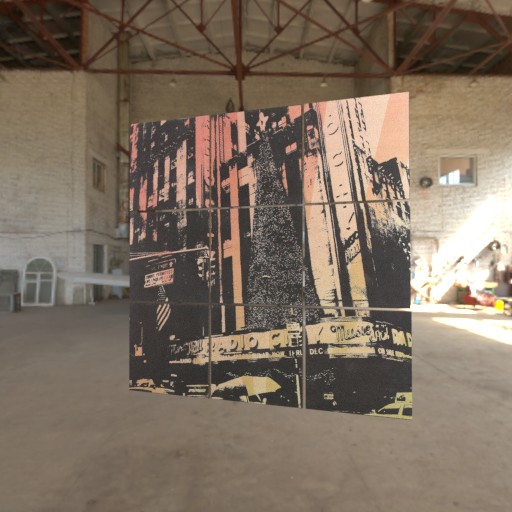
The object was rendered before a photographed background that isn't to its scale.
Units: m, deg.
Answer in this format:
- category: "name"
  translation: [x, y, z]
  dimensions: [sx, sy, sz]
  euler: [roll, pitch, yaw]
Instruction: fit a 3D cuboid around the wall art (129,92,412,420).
- category: "wall art"
  translation: [0.000, 0.000, 1.839]
  dimensions: [1.216, 1.216, 0.013]
  euler: [0, -1, 19]
